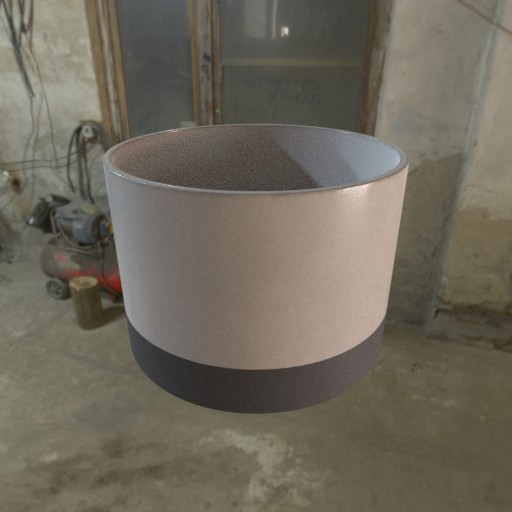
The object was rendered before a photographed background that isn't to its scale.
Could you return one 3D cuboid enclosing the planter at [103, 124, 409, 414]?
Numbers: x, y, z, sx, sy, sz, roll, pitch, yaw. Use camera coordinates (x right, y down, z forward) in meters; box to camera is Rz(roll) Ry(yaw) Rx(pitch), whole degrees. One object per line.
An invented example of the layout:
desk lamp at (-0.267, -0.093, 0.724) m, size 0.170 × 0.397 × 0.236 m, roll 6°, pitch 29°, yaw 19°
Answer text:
planter at (0.000, 0.000, 0.217) m, size 0.128 × 0.105 × 0.128 m, roll 0°, pitch 26°, yaw 0°
